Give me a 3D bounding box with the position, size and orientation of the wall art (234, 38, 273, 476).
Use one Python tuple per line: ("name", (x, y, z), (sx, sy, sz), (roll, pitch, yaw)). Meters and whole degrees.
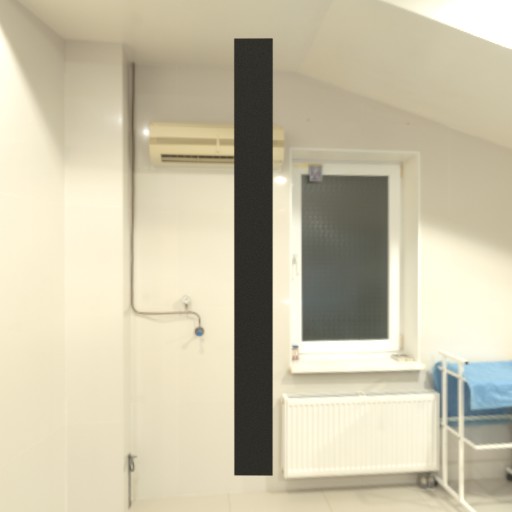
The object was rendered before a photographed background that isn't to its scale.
("wall art", (0.000, 0.000, 0.525), (0.029, 0.330, 0.381), (0, 0, 1))
